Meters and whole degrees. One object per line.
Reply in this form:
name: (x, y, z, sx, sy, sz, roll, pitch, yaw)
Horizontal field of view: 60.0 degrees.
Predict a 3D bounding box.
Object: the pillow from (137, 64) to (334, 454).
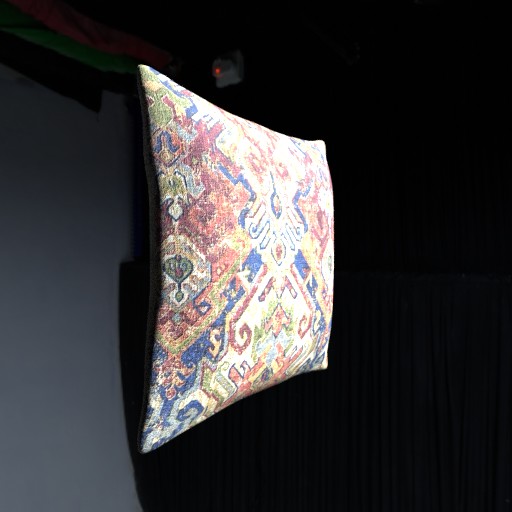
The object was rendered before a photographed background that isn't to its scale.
pillow: (0.000, 0.000, 0.780, 0.166, 0.506, 0.523, 1, 1, 36)
